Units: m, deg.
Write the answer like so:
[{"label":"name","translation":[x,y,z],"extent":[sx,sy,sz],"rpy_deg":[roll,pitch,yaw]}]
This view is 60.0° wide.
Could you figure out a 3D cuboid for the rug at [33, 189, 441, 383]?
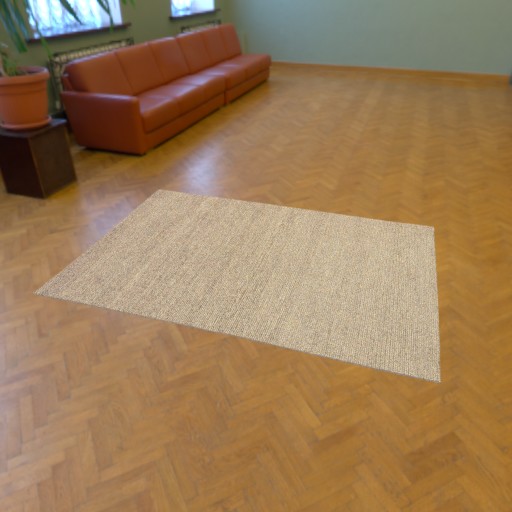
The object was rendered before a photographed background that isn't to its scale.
[{"label":"rug","translation":[0.000,0.000,3.022],"extent":[2.342,0.030,1.609],"rpy_deg":[10,34,15]}]
